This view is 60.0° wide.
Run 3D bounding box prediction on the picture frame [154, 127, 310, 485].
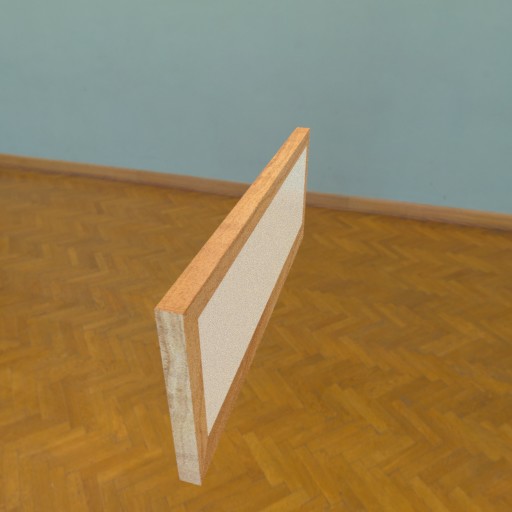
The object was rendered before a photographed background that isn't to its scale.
[{"bbox_3d":[0.000,0.000,0.662,0.045,0.234,0.582,8,32,14],"label":"picture frame"}]
